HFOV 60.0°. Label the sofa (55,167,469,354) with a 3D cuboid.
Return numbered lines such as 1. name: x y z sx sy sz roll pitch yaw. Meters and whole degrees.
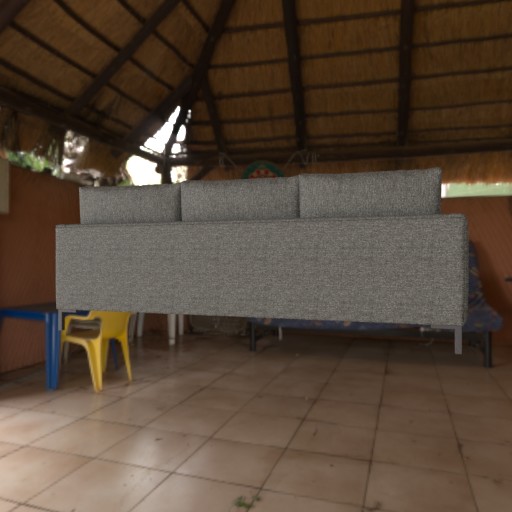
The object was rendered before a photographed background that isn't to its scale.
1. sofa: 0.000 0.000 2.698 2.253 0.879 0.876 0 0 17
